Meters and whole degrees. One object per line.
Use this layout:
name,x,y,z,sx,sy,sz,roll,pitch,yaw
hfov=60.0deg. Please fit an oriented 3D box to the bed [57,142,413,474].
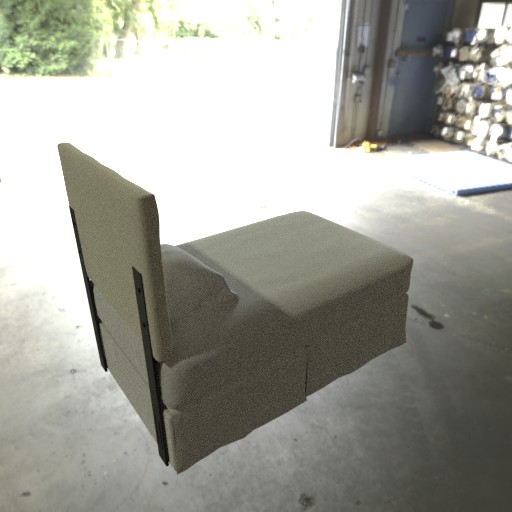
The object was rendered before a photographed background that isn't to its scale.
bed,0.000,0.000,2.963,1.997,1.571,1.261,-19,32,-32
